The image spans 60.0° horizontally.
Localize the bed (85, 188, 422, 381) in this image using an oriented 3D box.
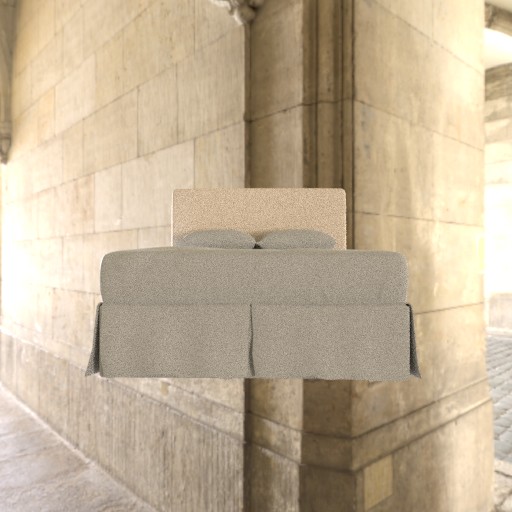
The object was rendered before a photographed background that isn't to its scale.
[{"bbox_3d":[0.000,0.000,3.320,1.748,1.330,2.142,0,0,1],"label":"bed"}]
